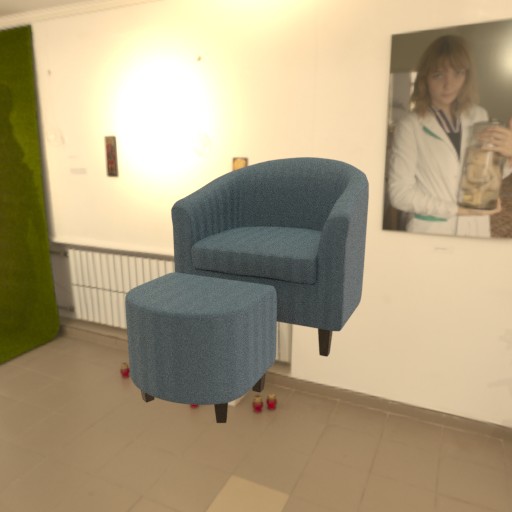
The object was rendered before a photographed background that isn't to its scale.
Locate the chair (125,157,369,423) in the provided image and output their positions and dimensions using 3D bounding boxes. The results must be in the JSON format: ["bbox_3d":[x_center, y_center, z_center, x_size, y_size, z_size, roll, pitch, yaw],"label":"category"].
[{"bbox_3d":[0.000,0.000,1.778,0.756,0.757,1.288,6,15,24],"label":"chair"}]
